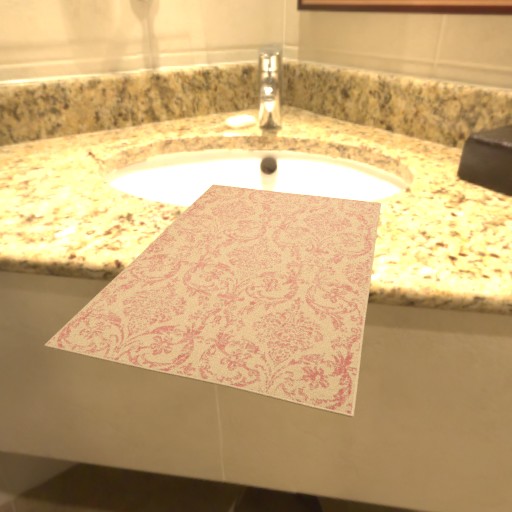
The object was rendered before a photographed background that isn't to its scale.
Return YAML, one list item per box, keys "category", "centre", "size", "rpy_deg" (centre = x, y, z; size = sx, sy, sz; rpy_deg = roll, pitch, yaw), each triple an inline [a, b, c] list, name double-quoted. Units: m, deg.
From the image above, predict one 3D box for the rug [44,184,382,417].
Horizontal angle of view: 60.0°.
- category: "rug"
  centre: [0.000, 0.000, 3.544]
  size: [1.819, 0.018, 2.746]
  rpy_deg: [9, 31, 14]
